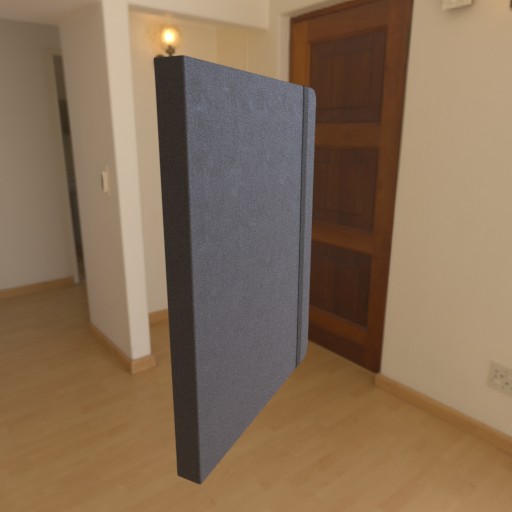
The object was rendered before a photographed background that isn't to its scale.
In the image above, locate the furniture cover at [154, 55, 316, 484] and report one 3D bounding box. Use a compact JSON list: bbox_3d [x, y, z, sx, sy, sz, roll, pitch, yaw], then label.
[{"bbox_3d":[0.000,0.000,0.373,0.023,0.281,0.216,8,17,26],"label":"furniture cover"}]
